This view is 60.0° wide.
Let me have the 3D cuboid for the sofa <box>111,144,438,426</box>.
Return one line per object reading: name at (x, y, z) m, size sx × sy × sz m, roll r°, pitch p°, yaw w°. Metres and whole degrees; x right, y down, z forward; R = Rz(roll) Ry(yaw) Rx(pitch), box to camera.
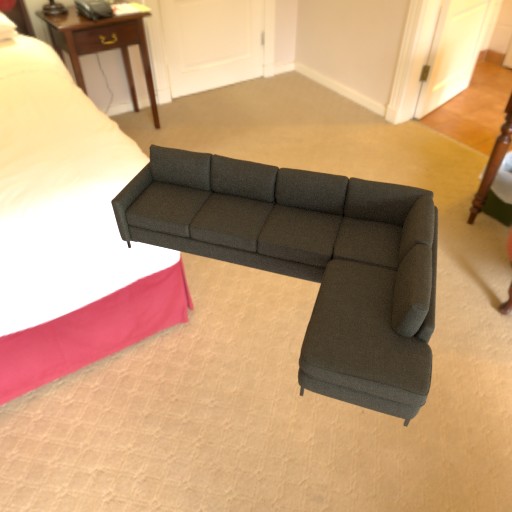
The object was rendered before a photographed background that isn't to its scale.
sofa at (0.000, 0.000, 3.854) m, size 2.972 × 0.858 × 1.984 m, roll 13°, pitch 44°, yaw 13°
